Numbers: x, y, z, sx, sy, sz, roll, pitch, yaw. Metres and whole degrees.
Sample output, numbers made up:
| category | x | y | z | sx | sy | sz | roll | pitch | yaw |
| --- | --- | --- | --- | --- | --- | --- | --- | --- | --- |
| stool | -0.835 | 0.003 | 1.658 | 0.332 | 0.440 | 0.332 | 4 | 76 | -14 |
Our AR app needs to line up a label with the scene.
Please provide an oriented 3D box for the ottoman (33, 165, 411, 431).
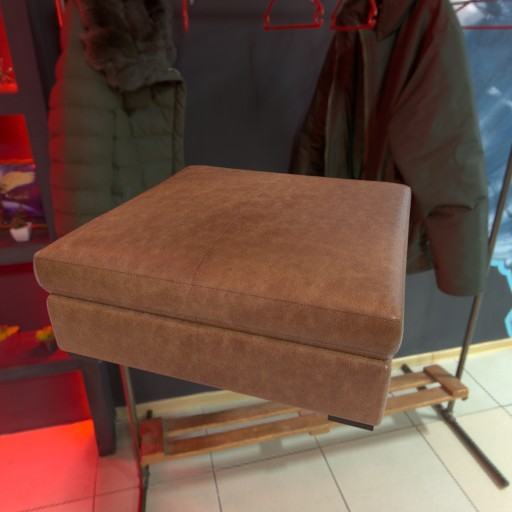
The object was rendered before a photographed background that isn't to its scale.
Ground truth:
| category | x | y | z | sx | sy | sz | roll | pitch | yaw |
| --- | --- | --- | --- | --- | --- | --- | --- | --- | --- |
| ottoman | 0.000 | 0.000 | 1.839 | 1.169 | 0.483 | 1.168 | 8 | 28 | 16 |
